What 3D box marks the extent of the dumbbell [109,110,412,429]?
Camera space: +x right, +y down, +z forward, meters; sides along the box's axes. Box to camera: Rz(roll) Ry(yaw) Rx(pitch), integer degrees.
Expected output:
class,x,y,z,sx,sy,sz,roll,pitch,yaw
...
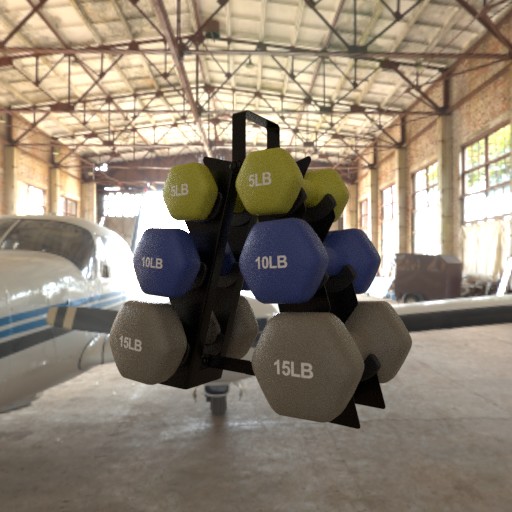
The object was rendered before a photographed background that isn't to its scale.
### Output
class,x,y,z,sx,sy,sz,roll,pitch,yaw
dumbbell,0.000,0.000,0.687,0.416,0.426,0.261,-1,-1,35
